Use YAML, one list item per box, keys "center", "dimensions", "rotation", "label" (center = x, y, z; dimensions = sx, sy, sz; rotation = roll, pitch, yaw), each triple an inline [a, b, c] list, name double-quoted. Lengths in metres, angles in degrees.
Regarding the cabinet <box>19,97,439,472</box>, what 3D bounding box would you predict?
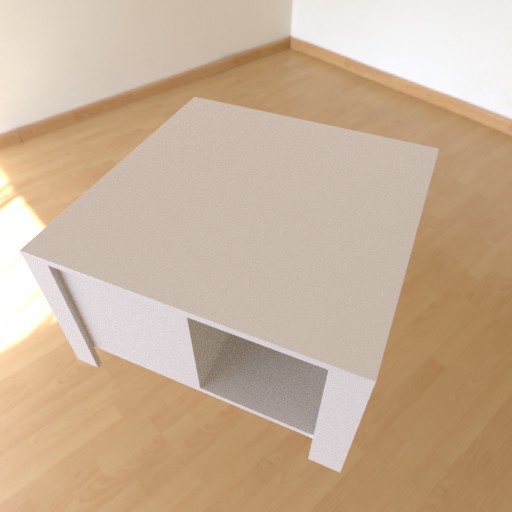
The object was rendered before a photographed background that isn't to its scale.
- center: [0.000, 0.000, 1.292]
  dimensions: [0.800, 0.460, 0.800]
  rotation: [17, 48, 16]
  label: "cabinet"
